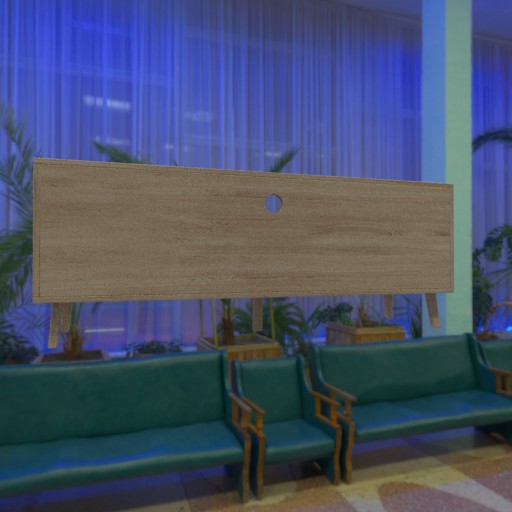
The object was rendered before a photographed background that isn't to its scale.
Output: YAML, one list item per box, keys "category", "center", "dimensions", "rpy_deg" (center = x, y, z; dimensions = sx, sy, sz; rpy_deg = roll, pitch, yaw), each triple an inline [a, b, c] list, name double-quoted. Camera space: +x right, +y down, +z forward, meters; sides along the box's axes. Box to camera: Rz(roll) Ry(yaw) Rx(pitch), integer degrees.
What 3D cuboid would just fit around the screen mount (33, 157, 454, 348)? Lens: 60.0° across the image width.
- category: "screen mount"
  center: [0.000, 0.000, 1.722]
  dimensions: [1.500, 0.570, 0.420]
  rpy_deg: [0, -1, -17]
